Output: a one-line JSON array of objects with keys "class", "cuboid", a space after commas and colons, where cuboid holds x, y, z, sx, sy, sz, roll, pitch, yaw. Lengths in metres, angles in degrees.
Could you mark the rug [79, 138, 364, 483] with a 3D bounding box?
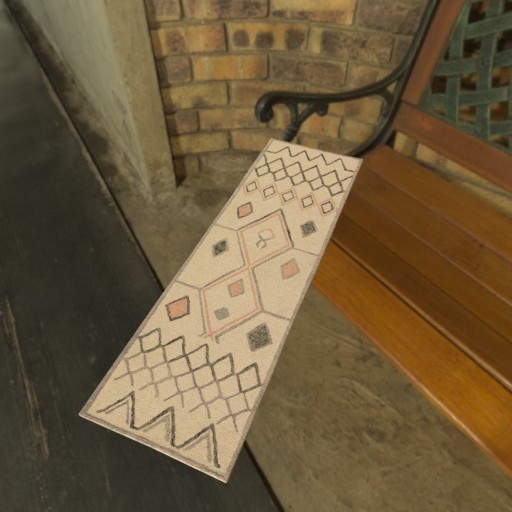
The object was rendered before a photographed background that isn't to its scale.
[{"class": "rug", "cuboid": [0.000, 0.000, 2.685, 0.750, 0.011, 2.435, 17, 50, 15]}]
